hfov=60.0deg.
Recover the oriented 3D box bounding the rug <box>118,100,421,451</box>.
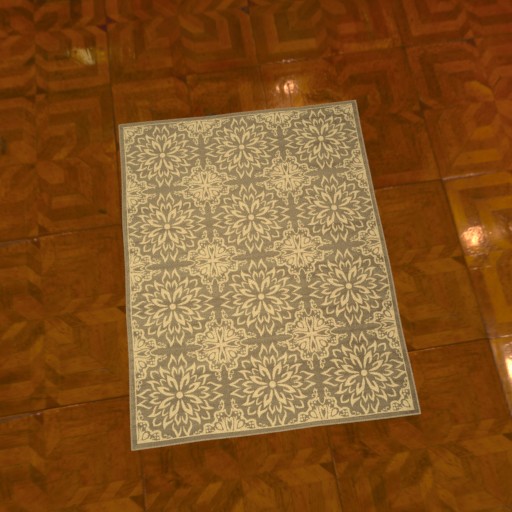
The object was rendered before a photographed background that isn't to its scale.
[{"bbox_3d":[0.000,0.000,3.983,2.363,0.012,2.980,-7,74,-2],"label":"rug"}]
